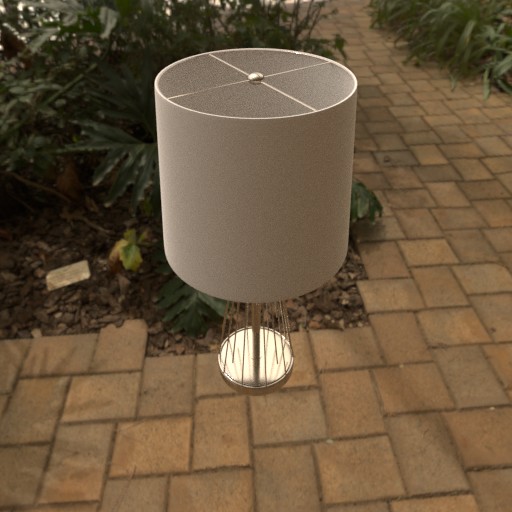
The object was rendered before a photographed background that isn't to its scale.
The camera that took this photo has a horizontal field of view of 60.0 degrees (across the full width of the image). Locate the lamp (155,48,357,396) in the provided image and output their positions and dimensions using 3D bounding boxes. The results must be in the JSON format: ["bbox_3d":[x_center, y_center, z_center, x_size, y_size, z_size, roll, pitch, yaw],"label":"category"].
[{"bbox_3d":[0.000,0.000,0.769,0.303,0.618,0.303,0,40,0],"label":"lamp"}]
